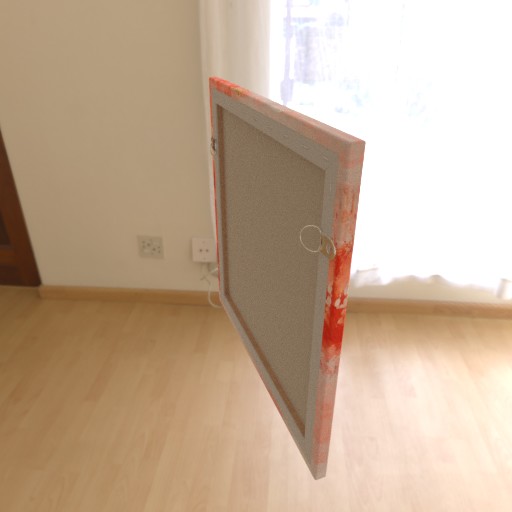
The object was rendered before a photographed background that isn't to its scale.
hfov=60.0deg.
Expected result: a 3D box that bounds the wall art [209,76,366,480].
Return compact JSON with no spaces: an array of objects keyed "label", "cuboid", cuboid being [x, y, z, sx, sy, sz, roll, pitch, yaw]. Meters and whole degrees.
[{"label":"wall art","cuboid":[0.000,0.000,1.295,0.066,0.878,0.878,-10,31,-18]}]
